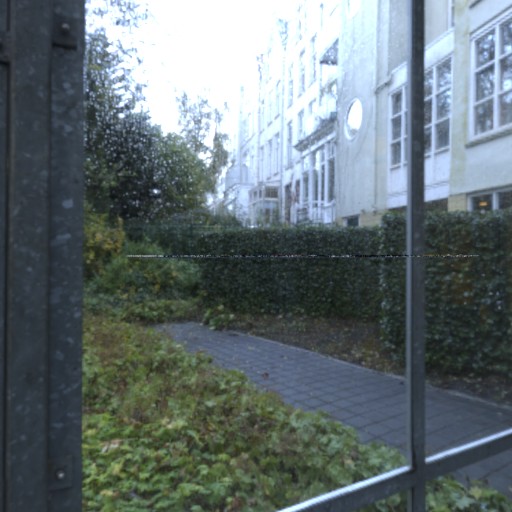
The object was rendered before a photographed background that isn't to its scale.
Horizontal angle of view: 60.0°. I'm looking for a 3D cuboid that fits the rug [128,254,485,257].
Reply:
[{"bbox_3d":[0.000,0.000,2.303,1.217,0.012,1.848,0,0,-19],"label":"rug"}]
